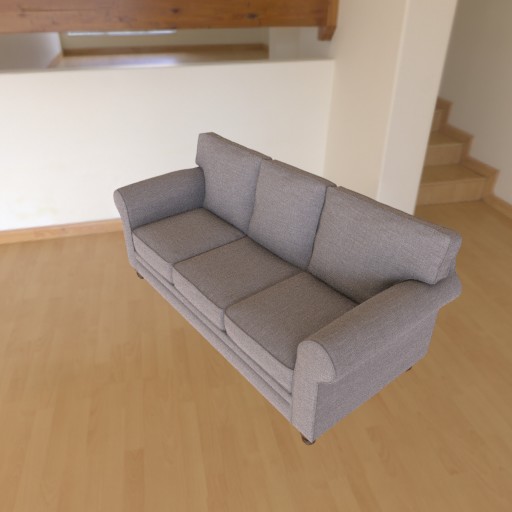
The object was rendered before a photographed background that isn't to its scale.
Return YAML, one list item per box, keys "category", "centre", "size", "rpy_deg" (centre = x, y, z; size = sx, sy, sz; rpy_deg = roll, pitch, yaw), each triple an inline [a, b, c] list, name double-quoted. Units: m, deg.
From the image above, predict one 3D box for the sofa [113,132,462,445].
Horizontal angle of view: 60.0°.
- category: "sofa"
  centre: [0.000, 0.000, 2.651]
  size: [0.916, 0.961, 2.084]
  rpy_deg: [-23, 38, -32]
